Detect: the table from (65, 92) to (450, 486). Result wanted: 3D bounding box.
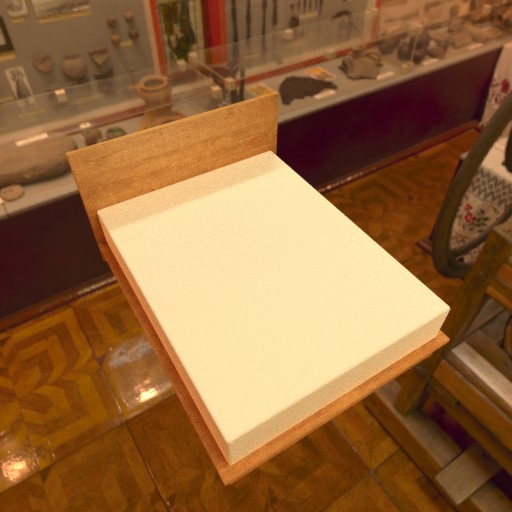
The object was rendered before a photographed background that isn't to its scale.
[{"bbox_3d":[0.000,0.000,3.043,1.707,1.041,2.149,-24,51,-21],"label":"table"}]
